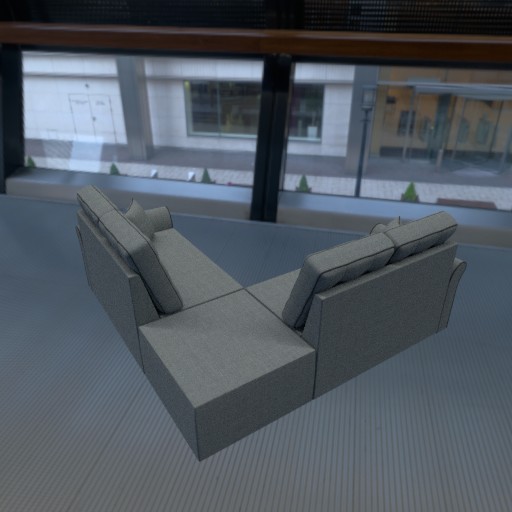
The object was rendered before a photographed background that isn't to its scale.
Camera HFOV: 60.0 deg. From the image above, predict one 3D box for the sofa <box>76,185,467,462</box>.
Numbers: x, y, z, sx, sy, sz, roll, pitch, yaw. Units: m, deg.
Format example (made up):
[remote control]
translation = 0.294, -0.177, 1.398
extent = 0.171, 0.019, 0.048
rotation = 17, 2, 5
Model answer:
[sofa]
translation = 0.000, 0.000, 3.307
extent = 2.068, 0.988, 2.070
rotation = -18, 33, -29
